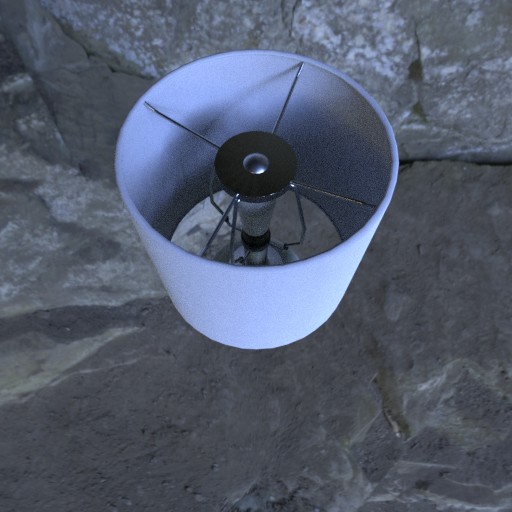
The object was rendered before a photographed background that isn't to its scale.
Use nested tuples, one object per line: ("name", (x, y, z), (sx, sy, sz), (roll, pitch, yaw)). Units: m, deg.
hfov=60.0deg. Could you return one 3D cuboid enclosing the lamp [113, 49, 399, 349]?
("lamp", (0.000, 0.000, 0.471), (0.201, 0.353, 0.201), (-1, 63, -1))
